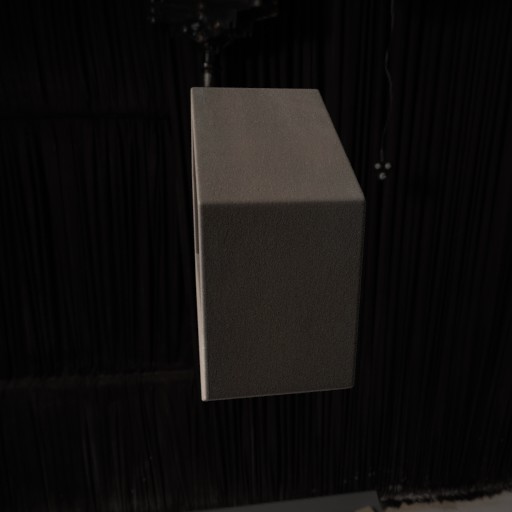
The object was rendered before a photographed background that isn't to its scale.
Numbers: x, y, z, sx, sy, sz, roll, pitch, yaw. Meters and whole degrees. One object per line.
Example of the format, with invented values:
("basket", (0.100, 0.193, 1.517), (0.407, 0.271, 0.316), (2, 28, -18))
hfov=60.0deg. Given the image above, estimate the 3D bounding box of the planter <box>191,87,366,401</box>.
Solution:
("planter", (0.000, 0.000, 0.290), (0.077, 0.206, 0.169), (-2, 16, -8))
